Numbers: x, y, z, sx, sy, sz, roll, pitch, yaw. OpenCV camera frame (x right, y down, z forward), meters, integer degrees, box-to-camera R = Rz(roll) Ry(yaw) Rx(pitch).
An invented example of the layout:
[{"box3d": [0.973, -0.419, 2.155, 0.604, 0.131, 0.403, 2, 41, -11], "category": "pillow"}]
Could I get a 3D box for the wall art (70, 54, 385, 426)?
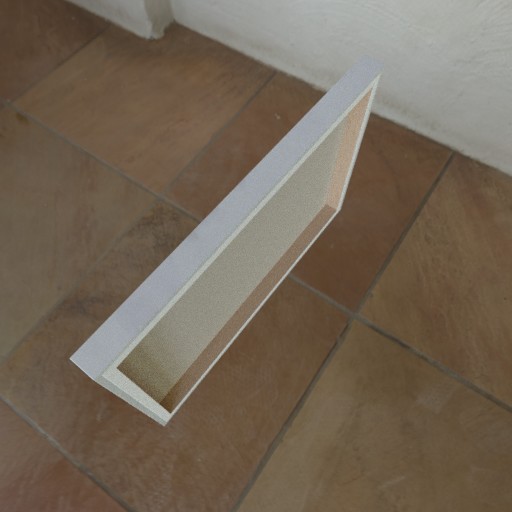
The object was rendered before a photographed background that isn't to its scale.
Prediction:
[{"box3d": [0.000, 0.000, 0.764, 0.038, 0.407, 0.609, 34, 68, 16], "category": "wall art"}]
